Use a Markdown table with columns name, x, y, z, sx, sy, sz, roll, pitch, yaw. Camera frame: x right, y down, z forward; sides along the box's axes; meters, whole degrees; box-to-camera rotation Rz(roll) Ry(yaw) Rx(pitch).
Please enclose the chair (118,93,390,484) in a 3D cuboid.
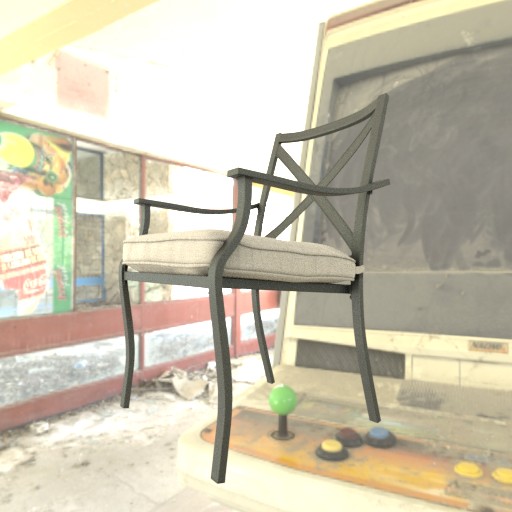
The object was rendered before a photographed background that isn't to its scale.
| name | x | y | z | sx | sy | sz | roll | pitch | yaw |
| --- | --- | --- | --- | --- | --- | --- | --- | --- | --- |
| chair | 0.000 | 0.000 | 1.249 | 0.620 | 0.889 | 0.575 | 0 | -1 | -36 |
